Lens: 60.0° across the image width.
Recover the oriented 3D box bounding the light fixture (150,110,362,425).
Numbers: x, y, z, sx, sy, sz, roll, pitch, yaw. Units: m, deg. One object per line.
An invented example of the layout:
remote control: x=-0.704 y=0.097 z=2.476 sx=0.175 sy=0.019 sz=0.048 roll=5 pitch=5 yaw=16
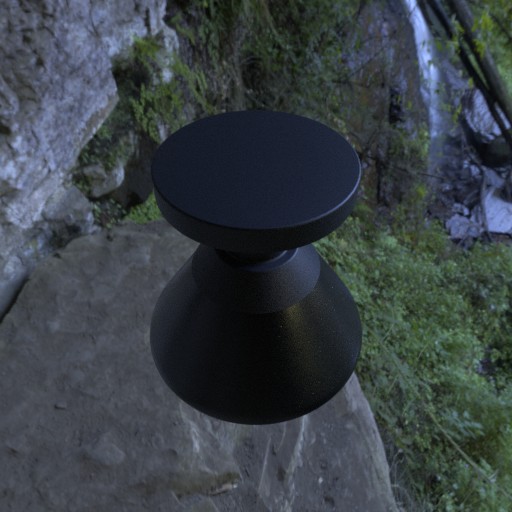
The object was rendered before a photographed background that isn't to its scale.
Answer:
light fixture: x=0.000 y=0.000 z=0.360 sx=0.200 sy=0.183 sz=0.200 roll=0 pitch=46 yaw=0
